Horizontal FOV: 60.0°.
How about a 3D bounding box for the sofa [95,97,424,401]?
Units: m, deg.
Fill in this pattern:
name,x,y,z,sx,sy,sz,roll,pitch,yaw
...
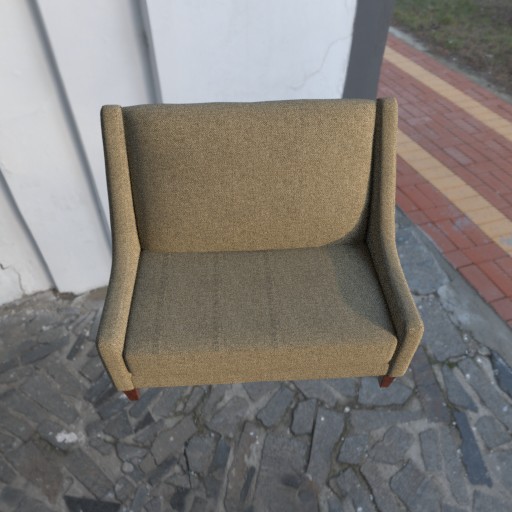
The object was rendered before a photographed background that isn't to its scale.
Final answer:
name,x,y,z,sx,sy,sz,roll,pitch,yaw
sofa,0.000,0.000,1.900,1.242,1.021,0.870,-2,46,-2
